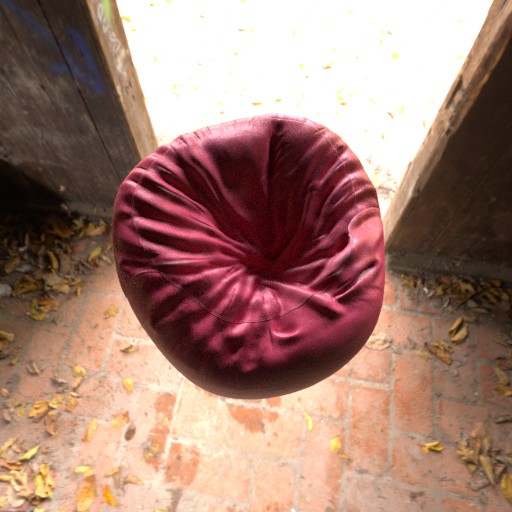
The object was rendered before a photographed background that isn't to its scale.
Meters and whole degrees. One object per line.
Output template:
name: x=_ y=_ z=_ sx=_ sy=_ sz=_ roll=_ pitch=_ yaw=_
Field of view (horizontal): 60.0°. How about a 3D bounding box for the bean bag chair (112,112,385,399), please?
bean bag chair: x=0.000 y=0.000 z=2.538 sx=1.524 sy=0.878 sz=1.524 roll=-16 pitch=65 yaw=-8
